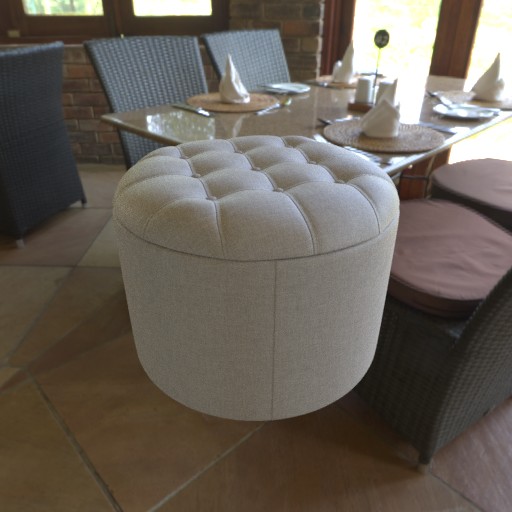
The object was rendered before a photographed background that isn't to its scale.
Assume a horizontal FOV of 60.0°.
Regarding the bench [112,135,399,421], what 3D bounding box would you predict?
[{"bbox_3d":[0.000,0.000,1.031,0.600,0.453,0.600,0,30,0],"label":"bench"}]
